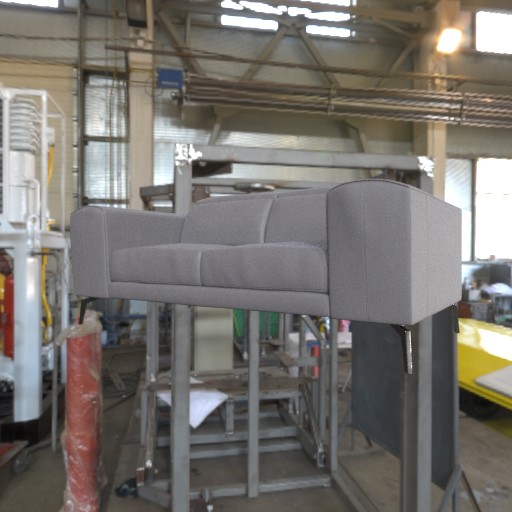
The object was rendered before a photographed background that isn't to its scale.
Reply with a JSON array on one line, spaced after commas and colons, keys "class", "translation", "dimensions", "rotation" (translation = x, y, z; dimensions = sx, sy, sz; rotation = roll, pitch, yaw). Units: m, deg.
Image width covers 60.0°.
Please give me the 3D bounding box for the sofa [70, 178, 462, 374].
[{"class": "sofa", "translation": [0.000, 0.000, 2.364], "dimensions": [1.895, 0.779, 1.003], "rotation": [0, 1, 34]}]
